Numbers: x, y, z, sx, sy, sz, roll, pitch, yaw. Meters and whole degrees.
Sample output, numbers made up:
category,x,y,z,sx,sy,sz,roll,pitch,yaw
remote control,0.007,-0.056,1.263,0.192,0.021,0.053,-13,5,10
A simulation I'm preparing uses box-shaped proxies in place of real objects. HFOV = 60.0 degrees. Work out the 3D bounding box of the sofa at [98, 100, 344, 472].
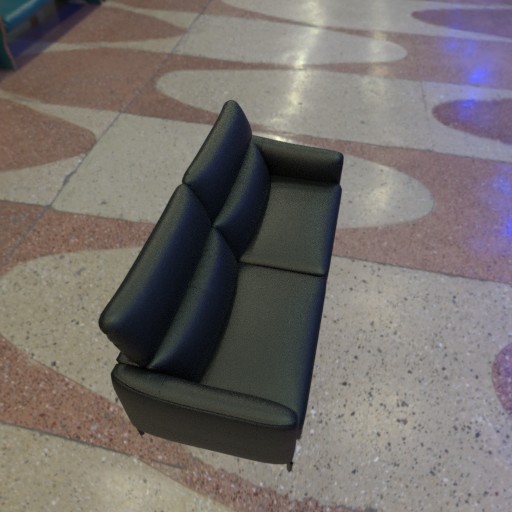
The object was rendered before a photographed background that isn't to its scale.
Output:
category,x,y,z,sx,sy,sz,roll,pitch,yaw
sofa,0.000,0.000,2.568,0.856,0.957,2.069,10,47,9
